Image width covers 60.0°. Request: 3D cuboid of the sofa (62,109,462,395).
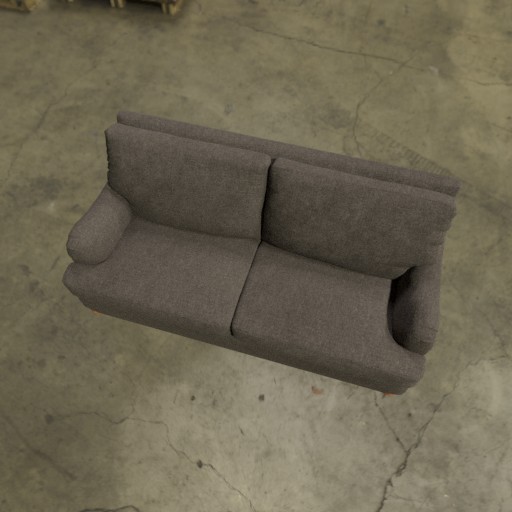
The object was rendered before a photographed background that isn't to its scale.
[{"bbox_3d":[0.000,0.000,2.746,2.160,1.054,1.087,14,60,8],"label":"sofa"}]
